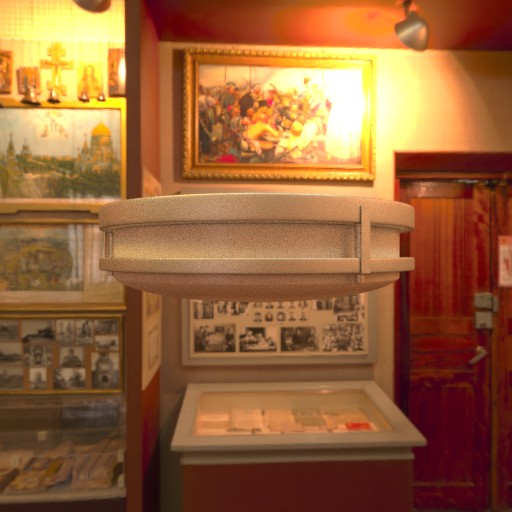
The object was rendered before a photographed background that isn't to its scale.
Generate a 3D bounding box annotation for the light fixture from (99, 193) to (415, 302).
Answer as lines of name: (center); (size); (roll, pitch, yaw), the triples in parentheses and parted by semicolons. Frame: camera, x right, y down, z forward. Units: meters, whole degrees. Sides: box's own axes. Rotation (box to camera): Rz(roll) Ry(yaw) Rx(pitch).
light fixture: (0.000, 0.000, 0.528); (0.356, 0.102, 0.356); (0, 0, 0)
